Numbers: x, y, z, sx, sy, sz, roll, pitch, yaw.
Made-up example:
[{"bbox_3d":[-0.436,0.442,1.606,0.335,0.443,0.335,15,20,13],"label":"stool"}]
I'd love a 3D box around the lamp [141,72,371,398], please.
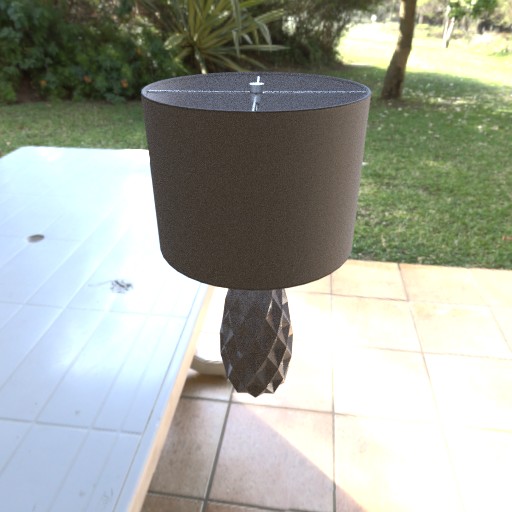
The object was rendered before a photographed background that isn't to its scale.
[{"bbox_3d":[0.000,0.000,0.713,0.297,0.522,0.297,0,30,0],"label":"lamp"}]
